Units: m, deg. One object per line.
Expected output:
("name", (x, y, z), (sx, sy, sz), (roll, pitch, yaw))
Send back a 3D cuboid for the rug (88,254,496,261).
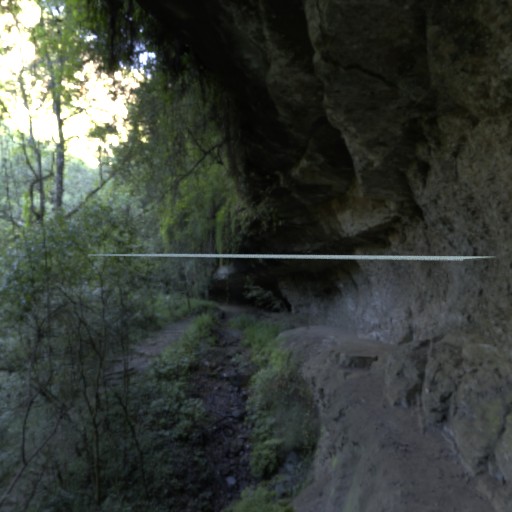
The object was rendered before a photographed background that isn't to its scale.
("rug", (0.000, 0.000, 2.639), (2.437, 0.006, 0.686), (1, 1, 37))
